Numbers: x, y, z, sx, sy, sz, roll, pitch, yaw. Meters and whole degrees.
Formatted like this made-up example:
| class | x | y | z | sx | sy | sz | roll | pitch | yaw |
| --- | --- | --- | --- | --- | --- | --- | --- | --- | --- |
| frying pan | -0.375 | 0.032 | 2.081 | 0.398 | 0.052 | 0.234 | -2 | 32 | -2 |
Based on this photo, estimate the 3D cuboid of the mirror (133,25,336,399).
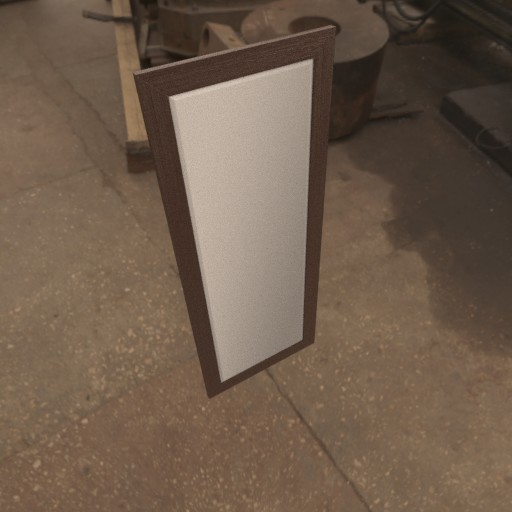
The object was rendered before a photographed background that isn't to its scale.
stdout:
| class | x | y | z | sx | sy | sz | roll | pitch | yaw |
| --- | --- | --- | --- | --- | --- | --- | --- | --- | --- |
| mirror | 0.000 | 0.000 | 2.271 | 0.812 | 2.020 | 0.221 | -23 | 51 | -20 |
